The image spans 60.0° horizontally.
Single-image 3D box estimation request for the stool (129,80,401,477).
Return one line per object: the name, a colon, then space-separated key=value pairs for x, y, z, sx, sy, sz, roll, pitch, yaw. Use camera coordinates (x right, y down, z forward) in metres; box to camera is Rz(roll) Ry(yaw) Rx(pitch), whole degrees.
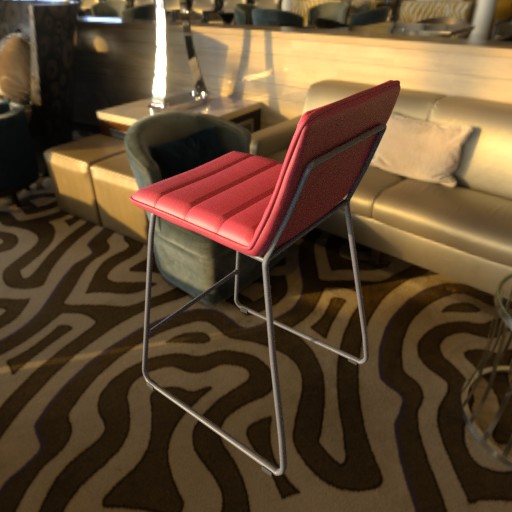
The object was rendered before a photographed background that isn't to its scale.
stool: x=0.000 y=0.000 z=1.145 sx=0.524 sy=0.866 sz=0.489 roll=22 pitch=38 yaw=31
